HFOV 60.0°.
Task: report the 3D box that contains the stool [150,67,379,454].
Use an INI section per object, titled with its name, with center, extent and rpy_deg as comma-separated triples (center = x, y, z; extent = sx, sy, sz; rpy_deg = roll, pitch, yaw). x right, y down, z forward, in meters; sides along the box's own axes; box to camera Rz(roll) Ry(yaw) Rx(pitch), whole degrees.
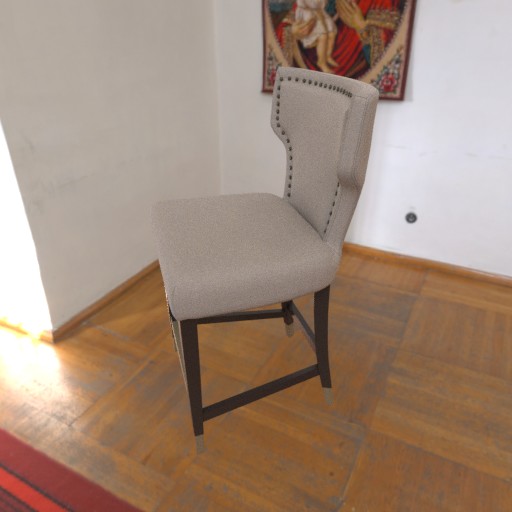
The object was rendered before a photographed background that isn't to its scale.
[stool]
center = 0.000, 0.000, 1.315
extent = 0.563, 0.982, 0.527
rpy_deg = -9, 30, -15
